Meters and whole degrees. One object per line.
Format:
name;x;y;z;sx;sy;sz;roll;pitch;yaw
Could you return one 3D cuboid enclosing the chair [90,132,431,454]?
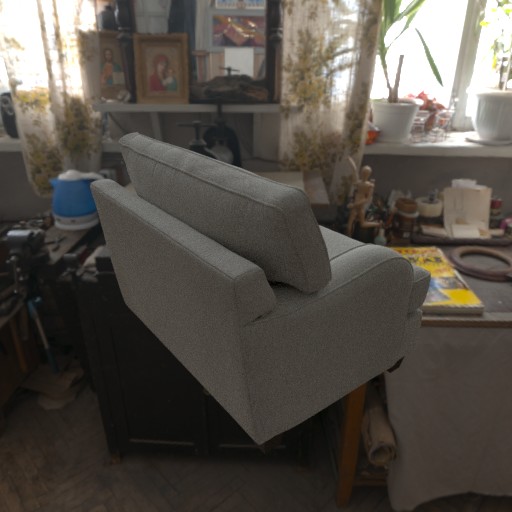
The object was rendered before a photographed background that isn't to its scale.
chair;0.000;0.000;2.032;1.041;1.016;1.220;-18;31;-33
